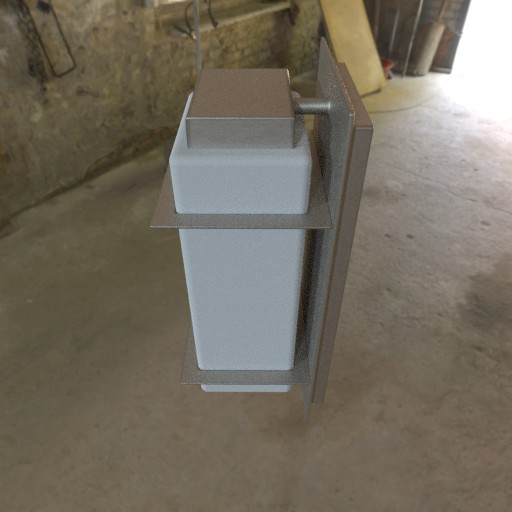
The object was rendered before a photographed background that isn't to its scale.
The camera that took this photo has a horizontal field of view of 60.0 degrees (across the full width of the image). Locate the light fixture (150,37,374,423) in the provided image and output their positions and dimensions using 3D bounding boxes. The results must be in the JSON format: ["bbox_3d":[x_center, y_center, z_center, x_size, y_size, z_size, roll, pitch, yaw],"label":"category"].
[{"bbox_3d":[0.000,0.000,0.462,0.160,0.380,0.168,0,41,0],"label":"light fixture"}]
